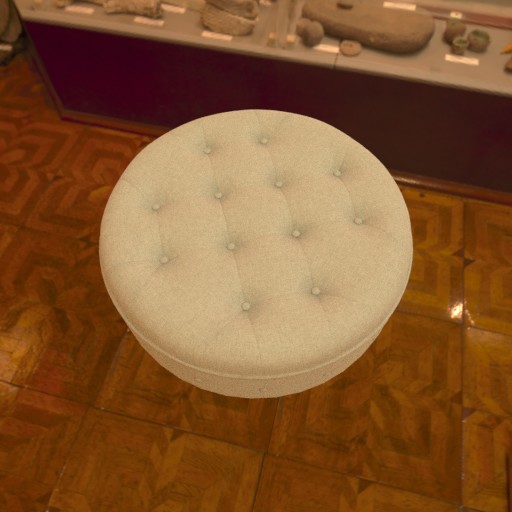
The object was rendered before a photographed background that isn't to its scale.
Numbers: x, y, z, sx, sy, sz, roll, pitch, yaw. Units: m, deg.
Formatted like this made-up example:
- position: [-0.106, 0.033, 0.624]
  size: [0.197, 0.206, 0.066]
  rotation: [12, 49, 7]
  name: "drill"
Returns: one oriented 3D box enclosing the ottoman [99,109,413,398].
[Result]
- position: [0.000, 0.000, 1.358]
  size: [0.849, 0.478, 0.849]
  rotation: [0, 59, 0]
  name: "ottoman"
